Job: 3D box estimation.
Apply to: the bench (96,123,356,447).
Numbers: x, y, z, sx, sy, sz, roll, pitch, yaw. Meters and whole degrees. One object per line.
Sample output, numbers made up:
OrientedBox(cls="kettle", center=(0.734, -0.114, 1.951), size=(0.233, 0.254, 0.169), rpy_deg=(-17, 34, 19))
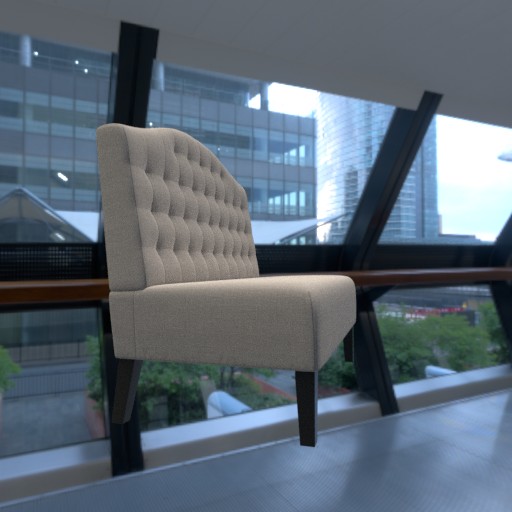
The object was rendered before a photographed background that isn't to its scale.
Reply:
OrientedBox(cls="bench", center=(0.000, 0.000, 2.067), size=(0.815, 1.180, 1.335), rpy_deg=(0, -2, 17))
